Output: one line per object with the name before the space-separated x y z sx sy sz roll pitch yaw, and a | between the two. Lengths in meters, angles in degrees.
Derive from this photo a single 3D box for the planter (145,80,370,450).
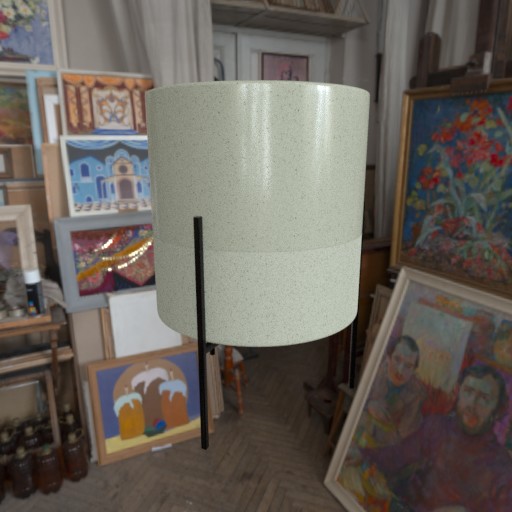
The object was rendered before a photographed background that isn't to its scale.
planter | 0.000 0.000 0.690 0.314 0.475 0.323 7 16 26
